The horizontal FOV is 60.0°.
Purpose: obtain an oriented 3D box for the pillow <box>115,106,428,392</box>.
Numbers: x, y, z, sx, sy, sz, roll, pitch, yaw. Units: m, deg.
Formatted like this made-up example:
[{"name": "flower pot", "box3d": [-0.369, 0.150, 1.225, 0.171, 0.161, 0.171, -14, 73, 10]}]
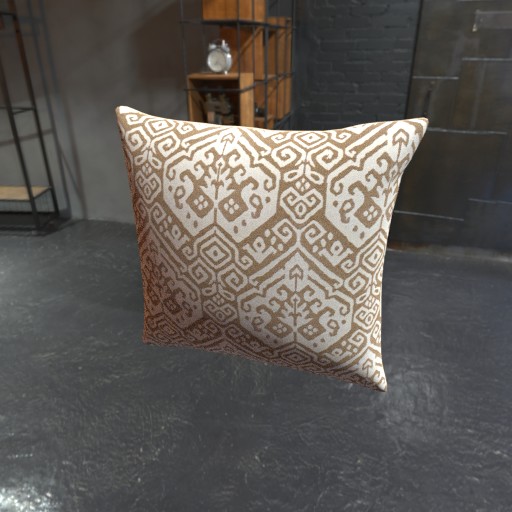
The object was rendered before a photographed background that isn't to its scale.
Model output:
[{"name": "pillow", "box3d": [0.000, 0.000, 0.650, 0.419, 0.407, 0.173, 7, 27, 15]}]
